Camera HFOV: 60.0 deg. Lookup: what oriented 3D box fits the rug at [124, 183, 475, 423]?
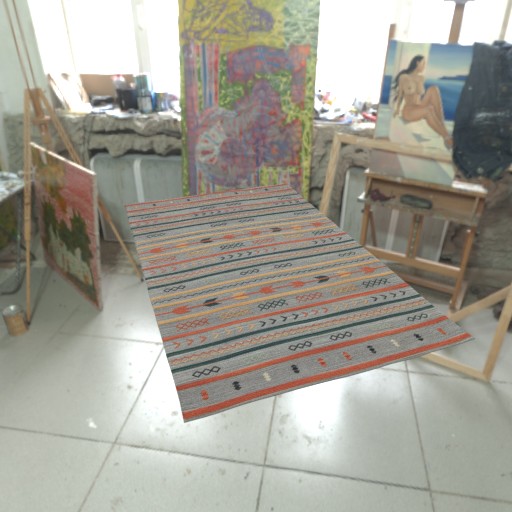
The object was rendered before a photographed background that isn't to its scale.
[{"bbox_3d":[0.000,0.000,3.068,1.537,0.029,2.439,-10,31,-17],"label":"rug"}]
